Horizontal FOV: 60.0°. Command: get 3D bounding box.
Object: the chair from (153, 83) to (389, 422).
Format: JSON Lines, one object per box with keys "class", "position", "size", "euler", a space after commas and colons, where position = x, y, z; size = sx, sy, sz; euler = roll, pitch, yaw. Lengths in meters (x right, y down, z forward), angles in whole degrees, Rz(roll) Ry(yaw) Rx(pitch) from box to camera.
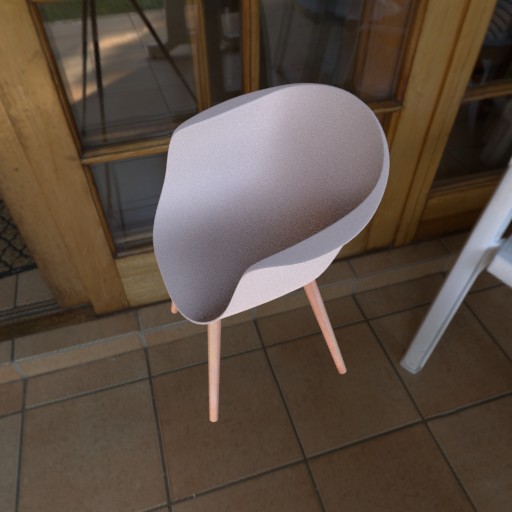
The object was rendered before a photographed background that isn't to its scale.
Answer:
{"class": "chair", "position": [0.000, 0.000, 1.186], "size": [0.504, 0.781, 0.593], "euler": [-17, 49, -15]}
